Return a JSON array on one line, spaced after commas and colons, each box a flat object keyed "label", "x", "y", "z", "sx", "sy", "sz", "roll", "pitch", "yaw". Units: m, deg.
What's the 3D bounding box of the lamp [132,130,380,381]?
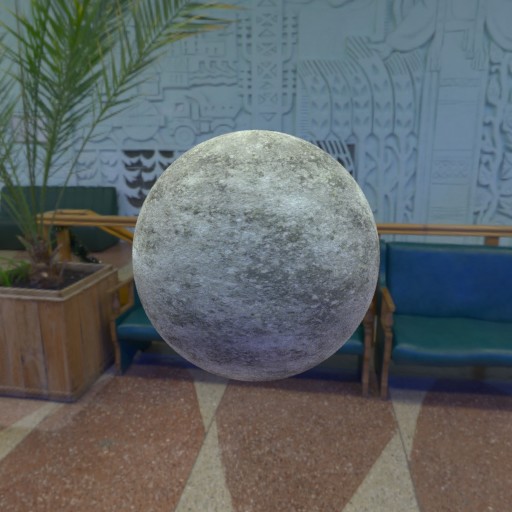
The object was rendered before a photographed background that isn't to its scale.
[{"label": "lamp", "x": 0.000, "y": 0.000, "z": 0.784, "sx": 0.422, "sy": 0.429, "sz": 0.422, "roll": 0, "pitch": 14, "yaw": 0}]
